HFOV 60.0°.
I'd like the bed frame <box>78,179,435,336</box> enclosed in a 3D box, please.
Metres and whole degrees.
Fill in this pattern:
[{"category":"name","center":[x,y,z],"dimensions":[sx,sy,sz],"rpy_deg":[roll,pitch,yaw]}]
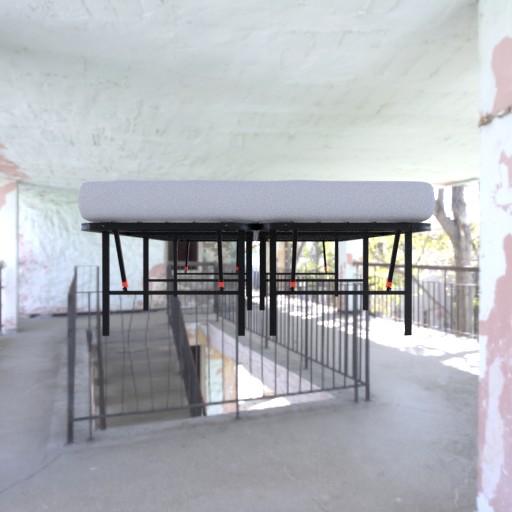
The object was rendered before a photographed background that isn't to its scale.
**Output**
[{"category":"bed frame","center":[0.000,0.000,2.604],"dimensions":[1.372,0.637,1.905],"rpy_deg":[0,0,0]}]
